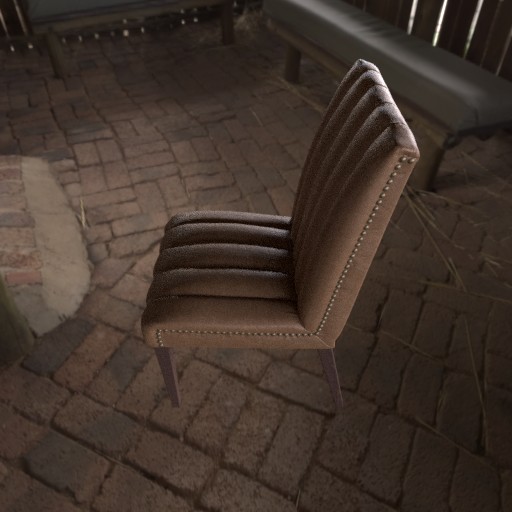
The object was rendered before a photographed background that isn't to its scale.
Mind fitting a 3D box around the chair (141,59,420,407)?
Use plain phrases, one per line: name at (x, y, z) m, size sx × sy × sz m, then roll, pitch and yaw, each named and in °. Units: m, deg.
chair at (0.000, 0.000, 1.356) m, size 0.647 × 1.016 × 0.511 m, roll 0°, pitch 42°, yaw 0°
